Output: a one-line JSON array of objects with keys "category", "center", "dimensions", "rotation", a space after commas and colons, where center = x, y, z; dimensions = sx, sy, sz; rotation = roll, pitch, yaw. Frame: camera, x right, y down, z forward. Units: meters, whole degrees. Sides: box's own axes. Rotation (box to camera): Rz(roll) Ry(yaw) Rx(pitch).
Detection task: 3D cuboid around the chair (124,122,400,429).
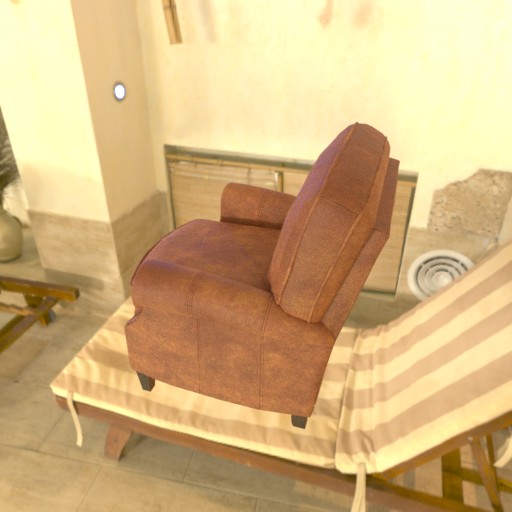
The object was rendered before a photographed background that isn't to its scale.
[{"category": "chair", "center": [0.000, 0.000, 1.784], "dimensions": [0.986, 1.018, 0.936], "rotation": [9, 31, 15]}]
